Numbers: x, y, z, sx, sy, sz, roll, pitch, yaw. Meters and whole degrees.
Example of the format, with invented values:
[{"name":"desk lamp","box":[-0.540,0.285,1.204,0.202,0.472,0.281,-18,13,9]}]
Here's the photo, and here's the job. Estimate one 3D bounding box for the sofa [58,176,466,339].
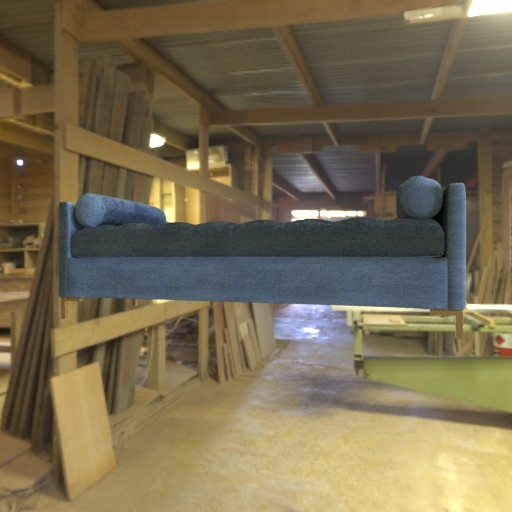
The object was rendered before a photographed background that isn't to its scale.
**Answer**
[{"name":"sofa","box":[0.000,0.000,2.519,2.102,0.705,0.796,0,0,18]}]
